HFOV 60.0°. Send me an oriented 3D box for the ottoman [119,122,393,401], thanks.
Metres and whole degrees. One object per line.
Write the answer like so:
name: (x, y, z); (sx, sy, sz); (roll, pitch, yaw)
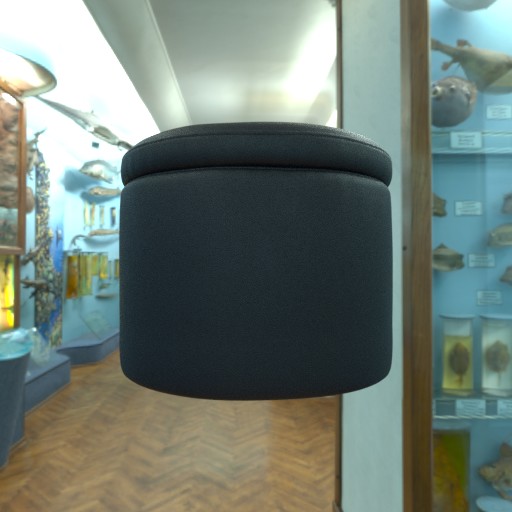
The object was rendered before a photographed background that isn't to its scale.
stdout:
ottoman: (0.000, 0.000, 0.850); (0.501, 0.409, 0.501); (0, -1, 0)
